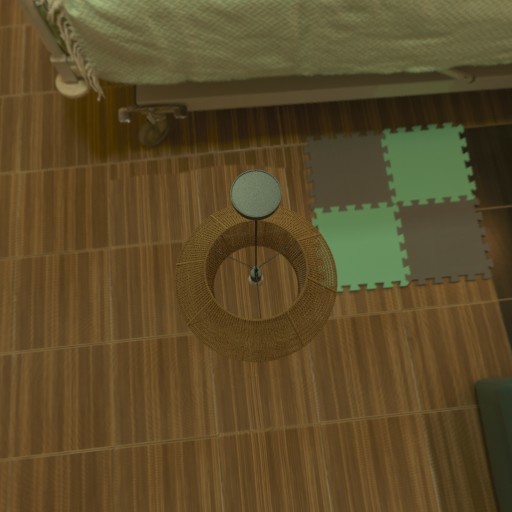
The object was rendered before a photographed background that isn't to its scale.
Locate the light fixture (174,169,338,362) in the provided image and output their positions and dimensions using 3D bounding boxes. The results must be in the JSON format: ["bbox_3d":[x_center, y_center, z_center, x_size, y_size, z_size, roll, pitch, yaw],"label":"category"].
[{"bbox_3d":[0.000,0.000,1.409,0.643,1.009,0.643,0,75,0],"label":"light fixture"}]
